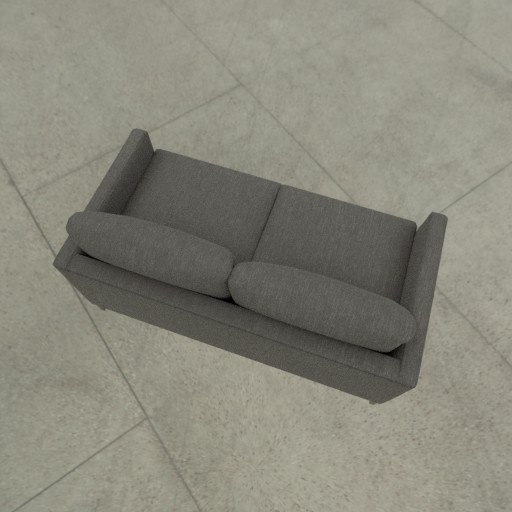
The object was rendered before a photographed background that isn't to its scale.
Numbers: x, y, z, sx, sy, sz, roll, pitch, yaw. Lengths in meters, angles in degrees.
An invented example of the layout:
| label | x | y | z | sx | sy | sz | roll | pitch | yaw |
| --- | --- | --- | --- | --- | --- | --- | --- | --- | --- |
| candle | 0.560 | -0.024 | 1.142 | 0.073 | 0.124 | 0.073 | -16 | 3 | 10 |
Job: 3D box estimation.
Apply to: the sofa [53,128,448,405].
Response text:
| label | x | y | z | sx | sy | sz | roll | pitch | yaw |
| --- | --- | --- | --- | --- | --- | --- | --- | --- | --- |
| sofa | 0.000 | 0.000 | 2.234 | 1.682 | 0.840 | 0.875 | 17 | 65 | 8 |
